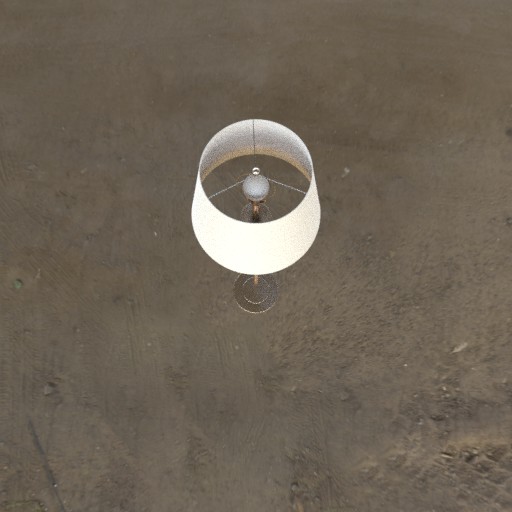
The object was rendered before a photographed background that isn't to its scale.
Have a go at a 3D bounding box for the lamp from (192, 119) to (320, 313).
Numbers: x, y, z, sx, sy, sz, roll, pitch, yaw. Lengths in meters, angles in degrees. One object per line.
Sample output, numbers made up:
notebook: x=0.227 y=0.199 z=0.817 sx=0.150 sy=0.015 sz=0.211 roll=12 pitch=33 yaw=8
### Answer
lamp: x=0.000 y=0.000 z=1.685 sx=0.355 sy=1.473 sz=0.355 roll=0 pitch=75 yaw=0
